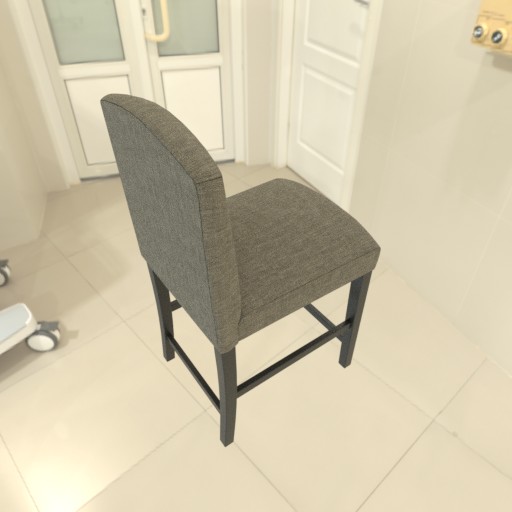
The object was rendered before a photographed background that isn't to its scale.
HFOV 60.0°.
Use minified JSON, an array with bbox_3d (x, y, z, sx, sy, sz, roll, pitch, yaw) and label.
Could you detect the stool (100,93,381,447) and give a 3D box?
[{"bbox_3d":[0.000,0.000,1.257,0.552,0.966,0.451,-25,46,-26],"label":"stool"}]
